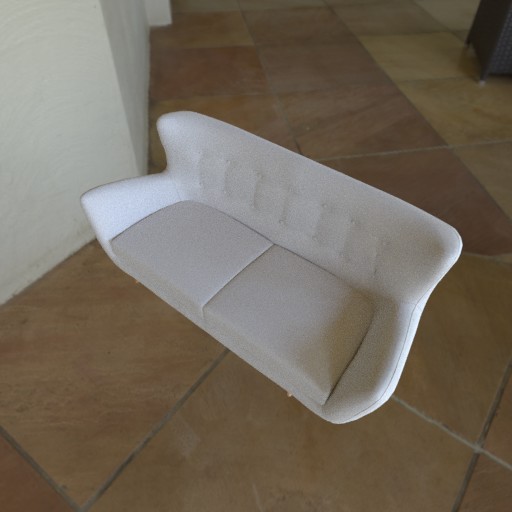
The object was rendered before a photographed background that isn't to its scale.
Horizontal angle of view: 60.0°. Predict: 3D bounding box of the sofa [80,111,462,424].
[{"bbox_3d":[0.000,0.000,2.429,1.930,0.890,0.899,31,53,26],"label":"sofa"}]
